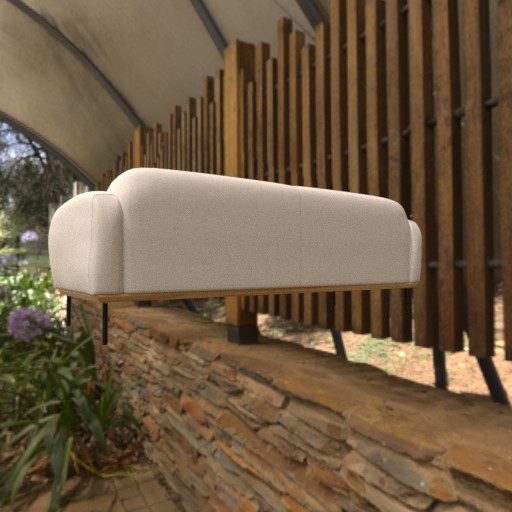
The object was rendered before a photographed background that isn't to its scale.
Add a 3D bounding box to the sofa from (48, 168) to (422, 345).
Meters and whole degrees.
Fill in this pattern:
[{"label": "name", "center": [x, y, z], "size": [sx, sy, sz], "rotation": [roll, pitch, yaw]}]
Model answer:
[{"label": "sofa", "center": [0.000, 0.000, 2.724], "size": [2.257, 0.780, 0.880], "rotation": [1, -1, -35]}]
